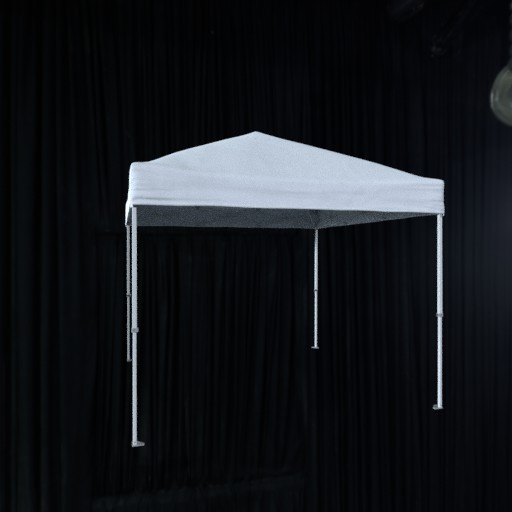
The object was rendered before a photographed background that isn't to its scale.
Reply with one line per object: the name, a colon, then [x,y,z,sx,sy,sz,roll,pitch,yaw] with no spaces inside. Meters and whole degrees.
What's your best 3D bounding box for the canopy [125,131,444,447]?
canopy: [0.000,0.000,5.356,2.998,2.997,2.996,0,1,-17]
